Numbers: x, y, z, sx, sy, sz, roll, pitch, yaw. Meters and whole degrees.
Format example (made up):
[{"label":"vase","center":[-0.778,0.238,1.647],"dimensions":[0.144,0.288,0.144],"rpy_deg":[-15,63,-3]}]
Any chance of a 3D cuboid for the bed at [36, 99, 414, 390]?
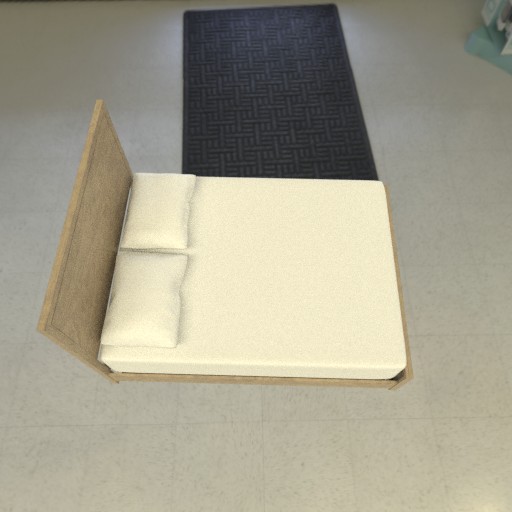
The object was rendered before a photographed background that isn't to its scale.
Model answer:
[{"label":"bed","center":[0.000,0.000,3.213],"dimensions":[2.189,1.369,1.606],"rpy_deg":[1,63,1]}]
